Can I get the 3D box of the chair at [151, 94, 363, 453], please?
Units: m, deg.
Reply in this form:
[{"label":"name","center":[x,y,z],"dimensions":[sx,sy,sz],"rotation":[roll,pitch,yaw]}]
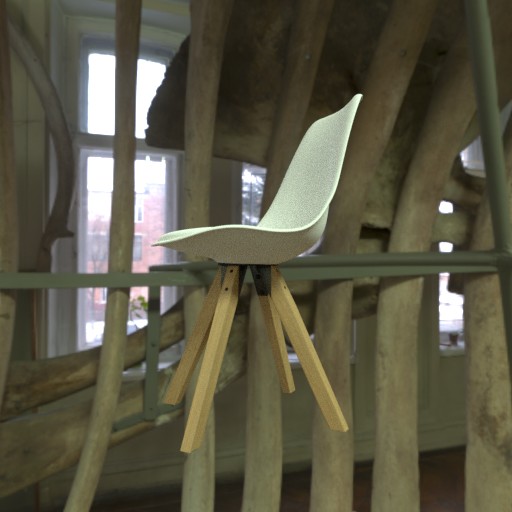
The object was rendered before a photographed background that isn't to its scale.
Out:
[{"label":"chair","center":[0.000,0.000,1.191],"dimensions":[0.550,0.849,0.485],"rotation":[0,0,-18]}]
